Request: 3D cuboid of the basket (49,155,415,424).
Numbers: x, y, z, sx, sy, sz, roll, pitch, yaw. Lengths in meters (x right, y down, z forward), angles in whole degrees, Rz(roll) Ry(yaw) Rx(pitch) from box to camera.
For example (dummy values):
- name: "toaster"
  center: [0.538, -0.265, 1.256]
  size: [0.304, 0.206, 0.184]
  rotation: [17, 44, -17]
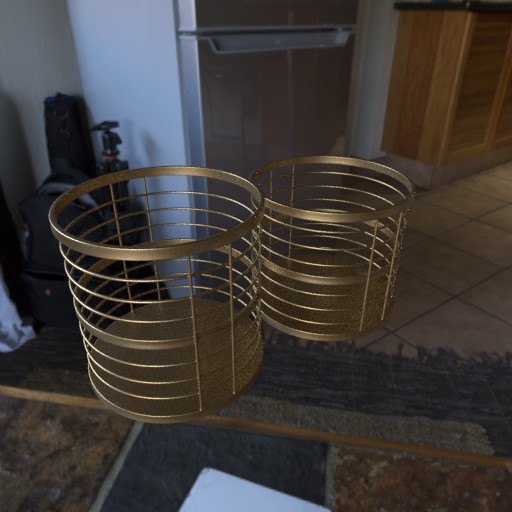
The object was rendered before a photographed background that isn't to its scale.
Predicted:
- name: "basket"
  center: [0.000, 0.000, 0.938]
  size: [0.746, 0.351, 0.356]
  rotation: [-18, 35, -29]
